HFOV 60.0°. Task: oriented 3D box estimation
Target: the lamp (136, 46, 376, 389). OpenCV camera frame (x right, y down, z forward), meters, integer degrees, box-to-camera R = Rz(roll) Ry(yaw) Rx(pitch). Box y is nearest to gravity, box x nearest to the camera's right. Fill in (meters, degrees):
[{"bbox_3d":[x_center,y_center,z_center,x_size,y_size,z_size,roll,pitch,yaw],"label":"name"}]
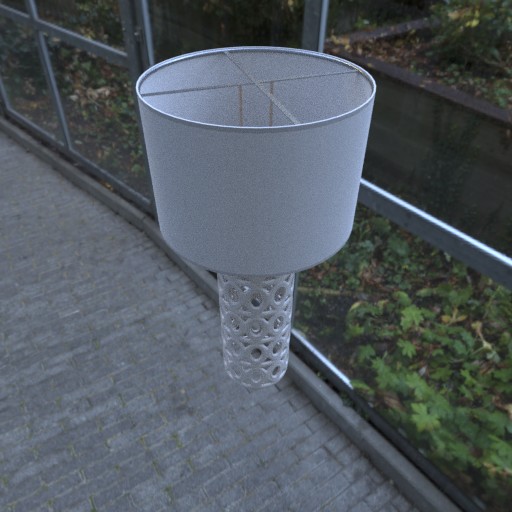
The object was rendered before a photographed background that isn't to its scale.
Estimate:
[{"bbox_3d":[0.000,0.000,0.816,0.325,0.636,0.324,-12,41,-14],"label":"lamp"}]
